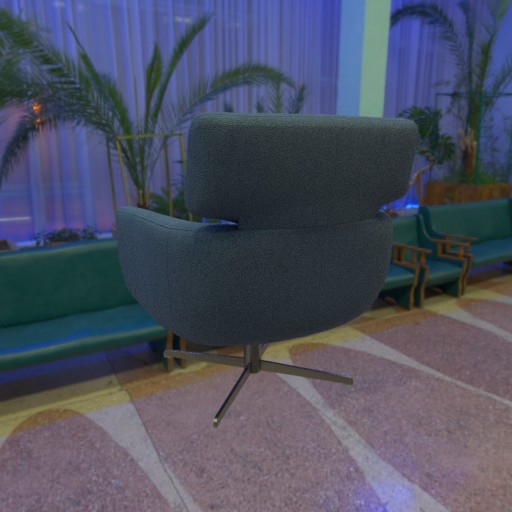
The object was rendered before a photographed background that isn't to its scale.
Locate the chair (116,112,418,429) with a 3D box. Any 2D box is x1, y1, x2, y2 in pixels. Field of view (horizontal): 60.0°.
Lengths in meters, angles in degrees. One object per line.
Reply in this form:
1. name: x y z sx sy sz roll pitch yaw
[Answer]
1. chair: 0.000 0.000 1.388 0.738 0.813 0.761 -7 16 -27
